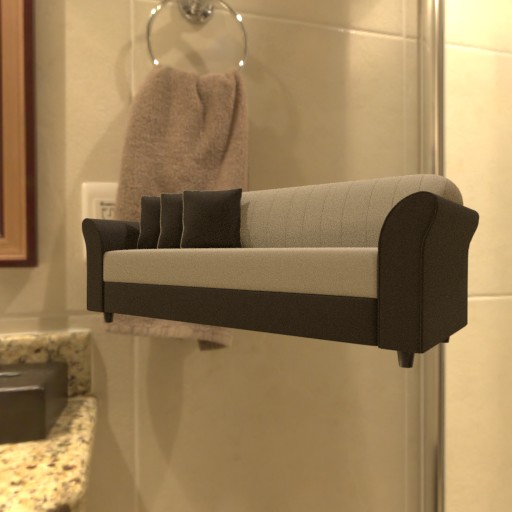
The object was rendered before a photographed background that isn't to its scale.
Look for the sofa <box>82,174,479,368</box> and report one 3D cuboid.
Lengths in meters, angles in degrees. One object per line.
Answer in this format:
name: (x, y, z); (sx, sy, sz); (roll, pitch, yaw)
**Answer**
sofa: (0.000, 0.000, 2.329); (2.001, 0.787, 0.755); (0, 0, 36)
